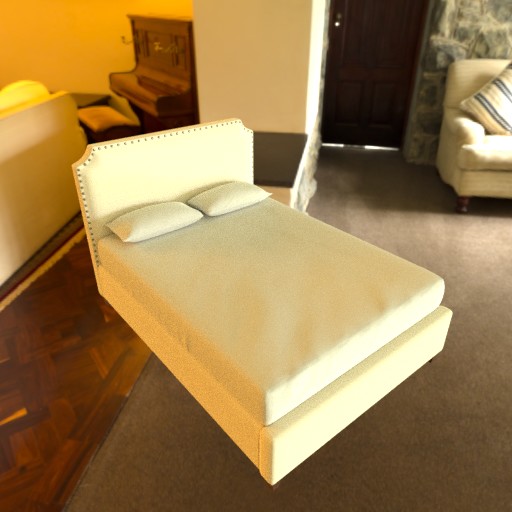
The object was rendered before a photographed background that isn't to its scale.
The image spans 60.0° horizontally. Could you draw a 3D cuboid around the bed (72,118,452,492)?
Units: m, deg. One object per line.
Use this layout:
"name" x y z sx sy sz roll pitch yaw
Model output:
"bed" 0.000 0.000 3.305 1.703 1.415 2.329 -22 37 -33
